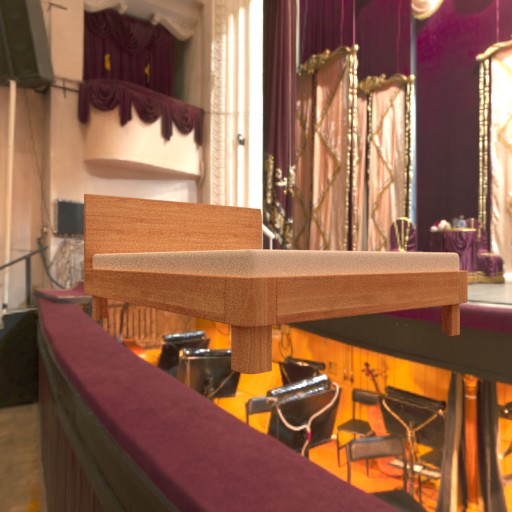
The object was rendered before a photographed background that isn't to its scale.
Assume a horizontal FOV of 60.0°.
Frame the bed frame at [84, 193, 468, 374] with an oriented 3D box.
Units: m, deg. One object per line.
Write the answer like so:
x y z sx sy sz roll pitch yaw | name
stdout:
0.000 0.000 2.984 1.660 0.940 2.092 0 -1 -37 | bed frame
